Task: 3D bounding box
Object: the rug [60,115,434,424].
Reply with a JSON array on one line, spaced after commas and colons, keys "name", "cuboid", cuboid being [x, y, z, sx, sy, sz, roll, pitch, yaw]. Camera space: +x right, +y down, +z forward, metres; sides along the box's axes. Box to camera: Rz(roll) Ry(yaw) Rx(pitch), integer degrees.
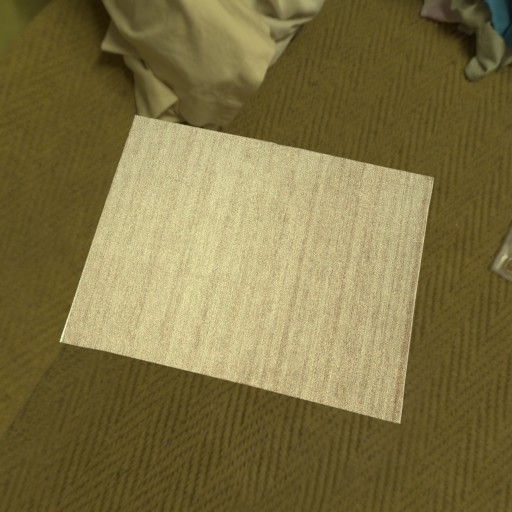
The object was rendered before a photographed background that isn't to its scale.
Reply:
[{"name": "rug", "cuboid": [0.000, 0.000, 4.319, 3.202, 0.045, 2.434, 13, 77, 3]}]
